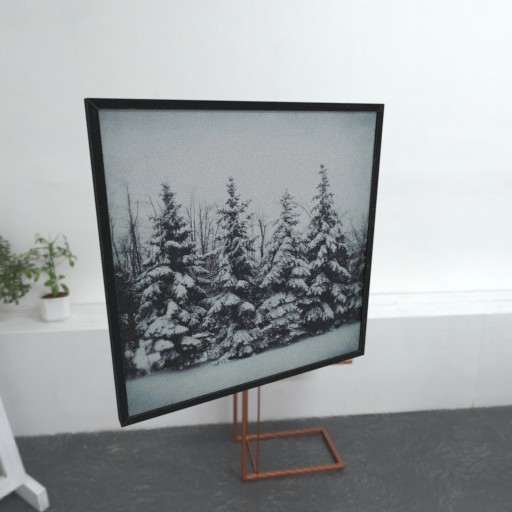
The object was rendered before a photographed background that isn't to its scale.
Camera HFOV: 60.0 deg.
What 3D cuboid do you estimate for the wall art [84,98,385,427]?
[{"bbox_3d":[0.000,0.000,1.155,0.761,0.761,0.037,-9,19,-26],"label":"wall art"}]
